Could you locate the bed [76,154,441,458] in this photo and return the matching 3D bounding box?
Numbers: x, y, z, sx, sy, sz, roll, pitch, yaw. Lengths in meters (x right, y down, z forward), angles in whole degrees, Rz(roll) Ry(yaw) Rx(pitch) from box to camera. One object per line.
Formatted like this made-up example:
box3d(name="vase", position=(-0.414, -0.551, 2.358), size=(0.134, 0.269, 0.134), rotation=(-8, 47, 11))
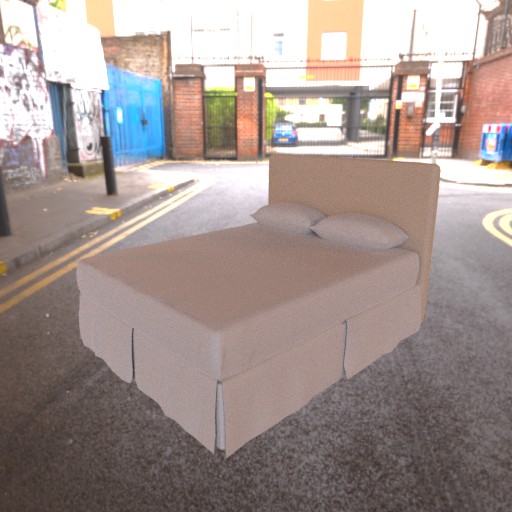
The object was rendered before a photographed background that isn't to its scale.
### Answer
box3d(name="bed", position=(0.000, 0.000, 3.268), size=(2.142, 1.330, 1.748), rotation=(-15, 22, -41))
